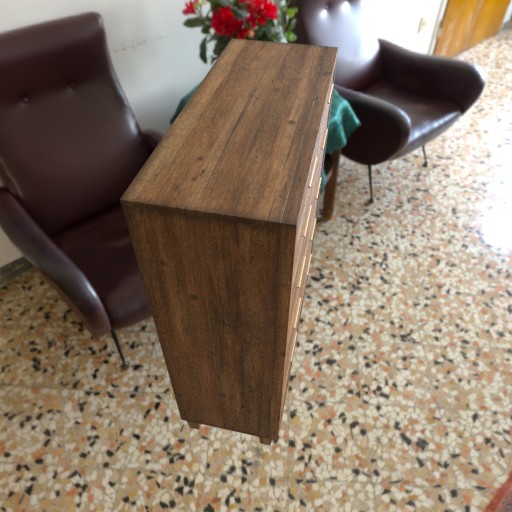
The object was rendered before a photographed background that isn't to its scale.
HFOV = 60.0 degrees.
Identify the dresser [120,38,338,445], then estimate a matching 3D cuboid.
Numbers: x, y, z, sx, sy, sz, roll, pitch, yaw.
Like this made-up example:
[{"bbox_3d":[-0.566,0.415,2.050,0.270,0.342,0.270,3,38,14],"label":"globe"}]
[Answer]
[{"bbox_3d":[0.000,0.000,1.884,0.438,1.359,1.067,9,46,9],"label":"dresser"}]
